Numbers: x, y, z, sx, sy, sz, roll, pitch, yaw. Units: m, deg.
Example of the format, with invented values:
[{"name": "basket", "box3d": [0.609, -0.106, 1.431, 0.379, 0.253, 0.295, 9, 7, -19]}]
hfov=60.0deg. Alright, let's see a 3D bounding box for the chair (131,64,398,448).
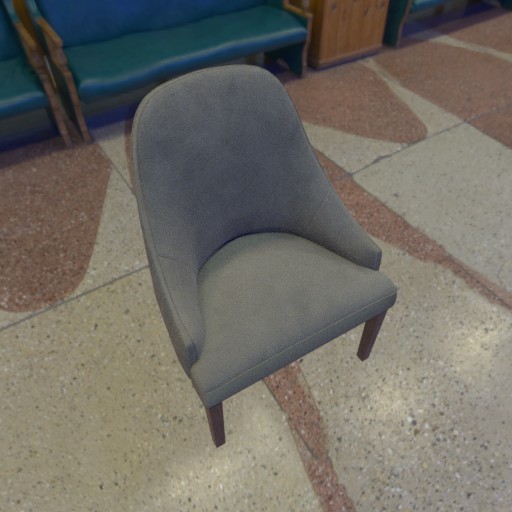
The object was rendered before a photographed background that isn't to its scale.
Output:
[{"name": "chair", "box3d": [0.000, 0.000, 1.290, 0.643, 0.889, 0.575, -24, 51, -21]}]
